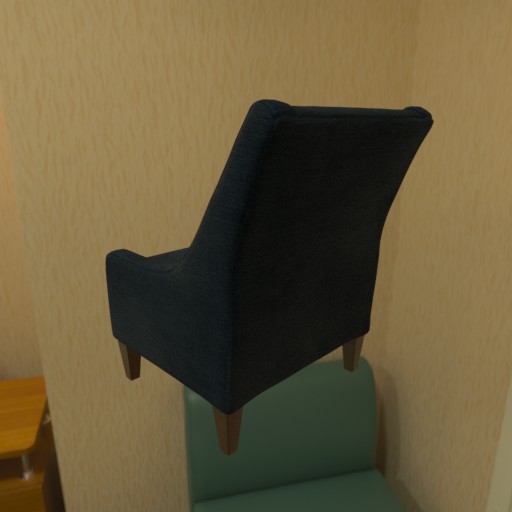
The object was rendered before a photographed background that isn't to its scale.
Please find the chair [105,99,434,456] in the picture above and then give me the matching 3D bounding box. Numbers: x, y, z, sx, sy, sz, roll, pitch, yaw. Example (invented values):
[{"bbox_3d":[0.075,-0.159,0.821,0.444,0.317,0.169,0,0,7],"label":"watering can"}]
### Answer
[{"bbox_3d":[0.000,0.000,1.586,0.774,1.014,0.870,-16,23,-42],"label":"chair"}]
